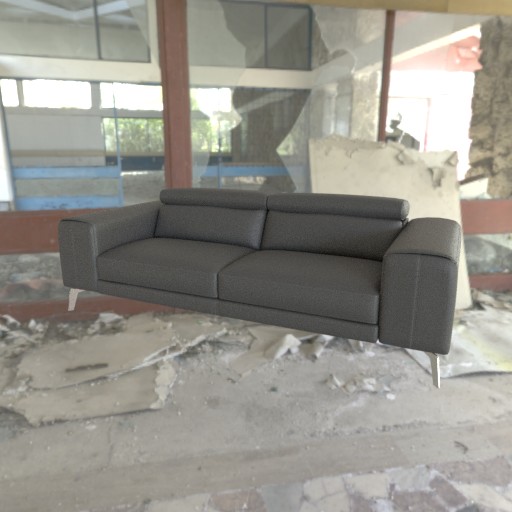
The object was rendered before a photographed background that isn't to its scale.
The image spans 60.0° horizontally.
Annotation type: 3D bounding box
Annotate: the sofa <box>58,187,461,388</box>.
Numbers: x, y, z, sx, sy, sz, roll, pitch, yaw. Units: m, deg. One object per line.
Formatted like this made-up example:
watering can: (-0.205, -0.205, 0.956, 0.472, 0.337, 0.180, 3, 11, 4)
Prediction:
sofa: (0.000, 0.000, 2.785, 2.321, 0.759, 1.023, 7, 16, 24)
